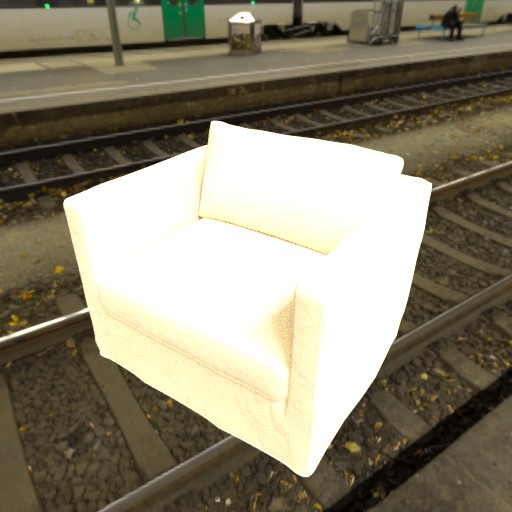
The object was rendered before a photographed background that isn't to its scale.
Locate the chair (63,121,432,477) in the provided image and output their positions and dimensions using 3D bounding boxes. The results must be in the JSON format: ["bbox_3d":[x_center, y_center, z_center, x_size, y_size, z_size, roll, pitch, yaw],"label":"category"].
[{"bbox_3d":[0.000,0.000,1.760,1.057,0.851,0.947,19,36,29],"label":"chair"}]
